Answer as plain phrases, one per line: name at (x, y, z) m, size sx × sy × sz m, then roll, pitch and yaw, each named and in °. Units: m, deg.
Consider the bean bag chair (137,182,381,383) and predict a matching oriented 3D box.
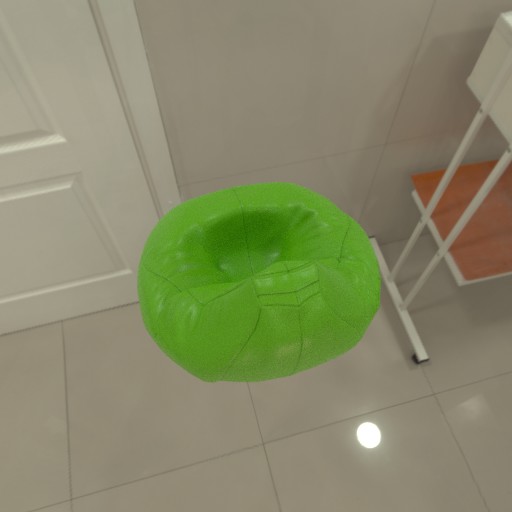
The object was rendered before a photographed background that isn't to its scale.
bean bag chair at (0.000, 0.000, 1.891) m, size 1.070 × 0.990 × 1.070 m, roll -13°, pitch 60°, yaw -8°
